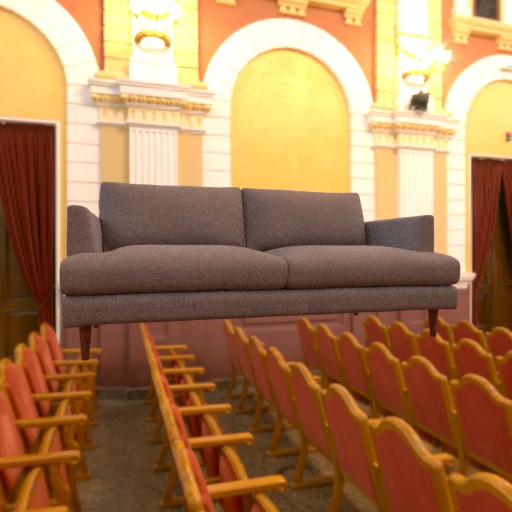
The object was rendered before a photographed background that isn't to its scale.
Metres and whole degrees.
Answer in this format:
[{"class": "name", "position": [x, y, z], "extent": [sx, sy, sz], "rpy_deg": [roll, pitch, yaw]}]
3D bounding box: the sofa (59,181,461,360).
[{"class": "sofa", "position": [0.000, 0.000, 2.520], "extent": [1.948, 0.868, 1.020], "rpy_deg": [0, 1, -17]}]
